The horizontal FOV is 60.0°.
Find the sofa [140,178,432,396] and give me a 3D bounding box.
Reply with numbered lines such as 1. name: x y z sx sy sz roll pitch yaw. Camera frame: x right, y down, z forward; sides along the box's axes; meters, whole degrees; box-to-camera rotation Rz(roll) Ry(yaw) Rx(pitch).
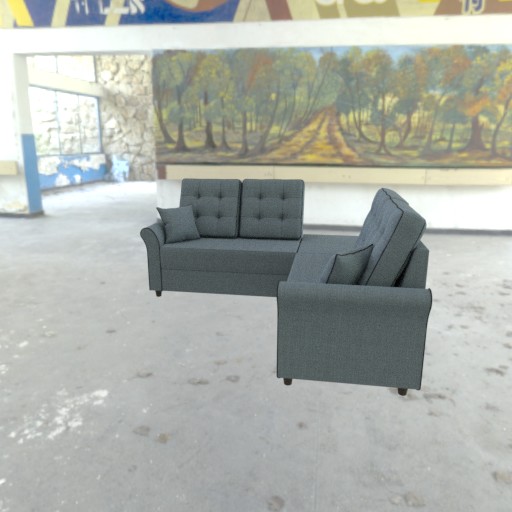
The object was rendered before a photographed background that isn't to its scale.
1. sofa: 0.000 0.000 3.301 2.068 0.988 2.070 2 15 9
